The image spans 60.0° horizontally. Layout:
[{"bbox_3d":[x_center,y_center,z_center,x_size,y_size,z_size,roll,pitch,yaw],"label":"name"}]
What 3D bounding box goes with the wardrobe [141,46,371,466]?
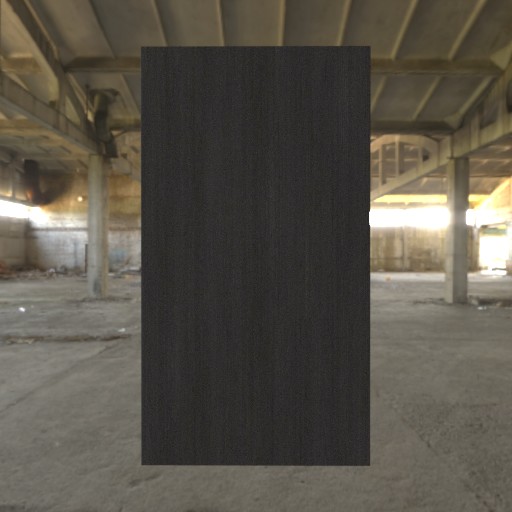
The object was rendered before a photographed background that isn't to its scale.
[{"bbox_3d":[0.000,0.000,2.199,0.991,1.808,0.577,0,0,0],"label":"wardrobe"}]
